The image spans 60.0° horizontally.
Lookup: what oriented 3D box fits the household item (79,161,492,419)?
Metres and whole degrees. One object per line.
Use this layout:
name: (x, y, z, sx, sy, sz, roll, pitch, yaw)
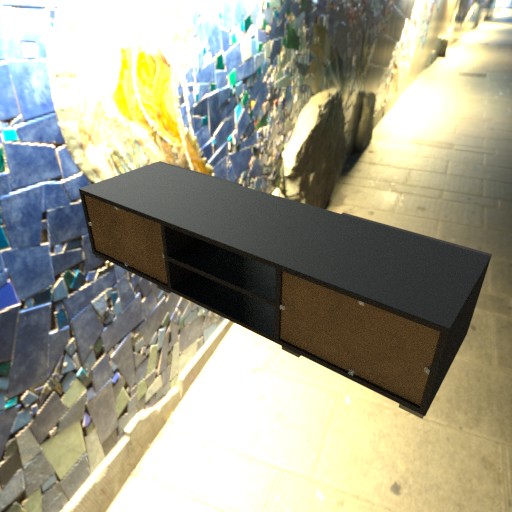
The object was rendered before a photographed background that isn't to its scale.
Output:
household item: (0.000, 0.000, 1.580, 1.400, 0.310, 0.420, 21, 36, 31)
